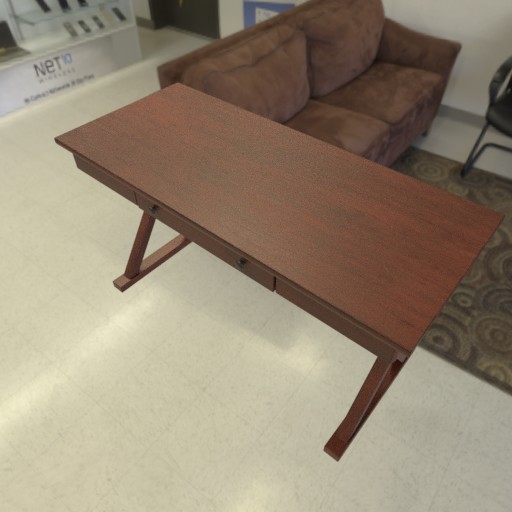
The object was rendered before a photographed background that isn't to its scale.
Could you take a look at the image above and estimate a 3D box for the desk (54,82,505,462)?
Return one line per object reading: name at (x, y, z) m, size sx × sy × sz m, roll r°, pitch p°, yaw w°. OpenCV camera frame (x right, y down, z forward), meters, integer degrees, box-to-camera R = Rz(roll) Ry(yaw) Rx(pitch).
desk at (0.000, 0.000, 1.691) m, size 1.372 × 0.761 × 0.600 m, roll 31°, pitch 53°, yaw 27°
